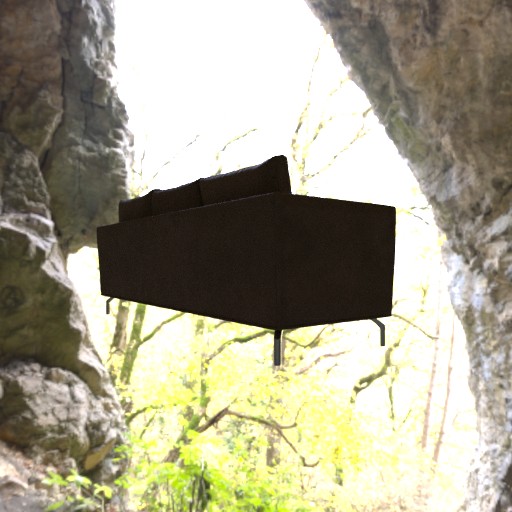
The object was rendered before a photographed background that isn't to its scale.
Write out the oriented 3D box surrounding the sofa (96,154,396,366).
[{"bbox_3d":[0.000,0.000,3.306,1.622,0.987,2.438,0,-1,-37],"label":"sofa"}]
